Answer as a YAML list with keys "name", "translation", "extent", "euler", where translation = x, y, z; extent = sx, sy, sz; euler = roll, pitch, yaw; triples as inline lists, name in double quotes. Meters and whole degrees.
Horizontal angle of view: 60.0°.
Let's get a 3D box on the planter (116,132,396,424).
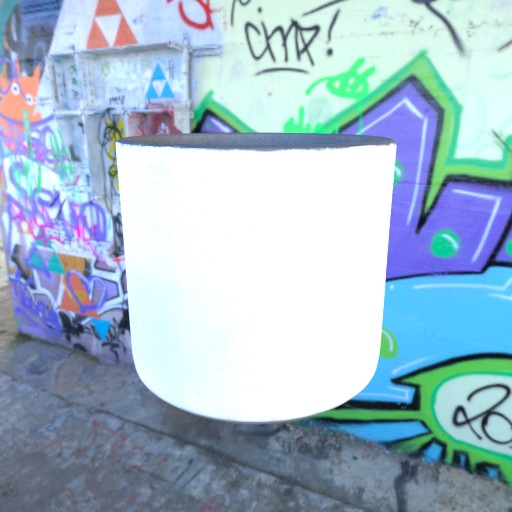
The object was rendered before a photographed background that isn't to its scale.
- name: "planter"
  translation: [0.000, 0.000, 0.387]
  extent: [0.221, 0.201, 0.221]
  euler: [0, 18, 0]
